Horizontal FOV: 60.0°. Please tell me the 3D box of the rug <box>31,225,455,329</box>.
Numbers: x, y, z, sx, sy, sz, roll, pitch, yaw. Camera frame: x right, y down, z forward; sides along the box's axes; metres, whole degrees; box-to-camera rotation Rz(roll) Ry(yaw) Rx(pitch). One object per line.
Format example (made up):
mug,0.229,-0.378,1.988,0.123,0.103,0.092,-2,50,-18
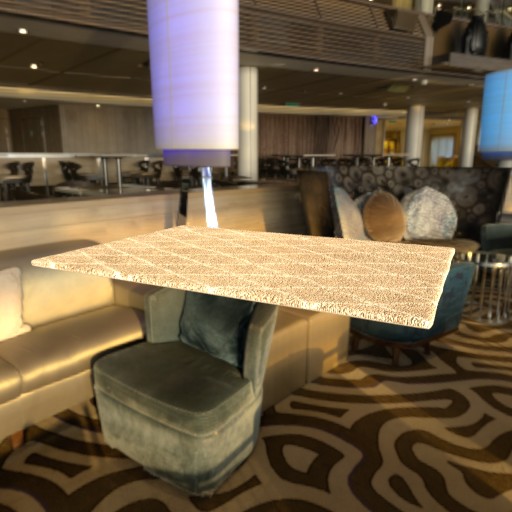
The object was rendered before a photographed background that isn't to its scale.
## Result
rug,0.000,0.000,2.234,1.778,0.030,1.219,6,14,26
